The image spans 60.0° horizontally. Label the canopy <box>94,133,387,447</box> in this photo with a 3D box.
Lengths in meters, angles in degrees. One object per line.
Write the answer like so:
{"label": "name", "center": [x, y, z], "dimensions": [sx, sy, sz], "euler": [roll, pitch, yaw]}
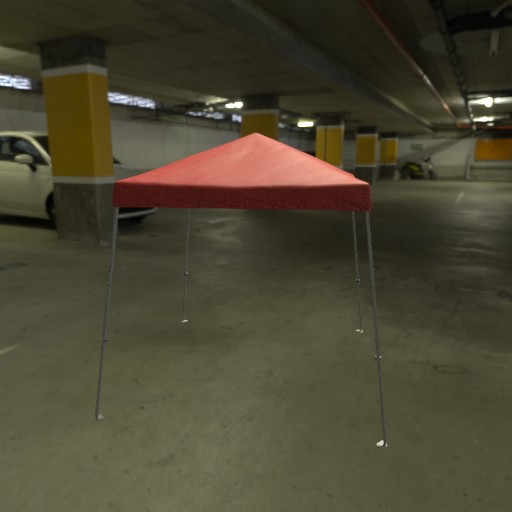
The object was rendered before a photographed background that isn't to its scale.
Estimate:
{"label": "canopy", "center": [0.000, 0.000, 5.309], "dimensions": [2.848, 2.849, 2.849], "euler": [2, 12, 9]}
